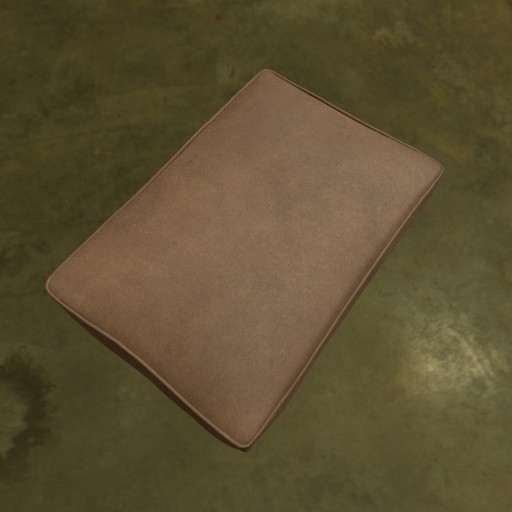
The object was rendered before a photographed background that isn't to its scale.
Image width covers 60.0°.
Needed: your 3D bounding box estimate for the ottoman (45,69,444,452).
[{"bbox_3d":[0.000,0.000,1.232,0.596,0.481,0.860,34,70,15],"label":"ottoman"}]
